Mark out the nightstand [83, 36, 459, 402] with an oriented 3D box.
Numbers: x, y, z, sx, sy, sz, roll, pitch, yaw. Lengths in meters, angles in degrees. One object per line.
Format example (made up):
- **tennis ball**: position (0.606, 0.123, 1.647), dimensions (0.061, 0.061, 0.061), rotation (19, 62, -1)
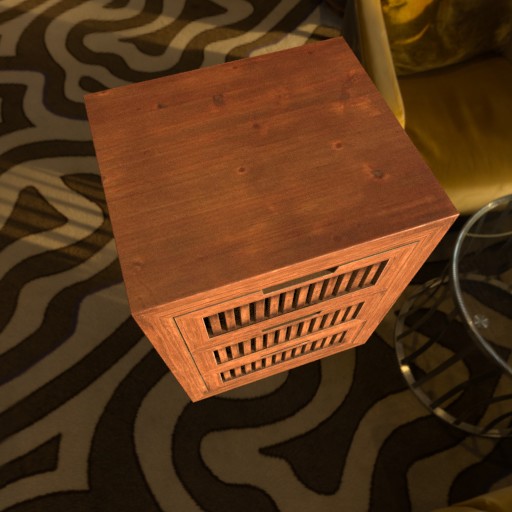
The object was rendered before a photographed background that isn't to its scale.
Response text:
- **nightstand**: position (0.000, 0.000, 0.980), dimensions (0.465, 0.695, 0.410), rotation (-17, 63, -9)
